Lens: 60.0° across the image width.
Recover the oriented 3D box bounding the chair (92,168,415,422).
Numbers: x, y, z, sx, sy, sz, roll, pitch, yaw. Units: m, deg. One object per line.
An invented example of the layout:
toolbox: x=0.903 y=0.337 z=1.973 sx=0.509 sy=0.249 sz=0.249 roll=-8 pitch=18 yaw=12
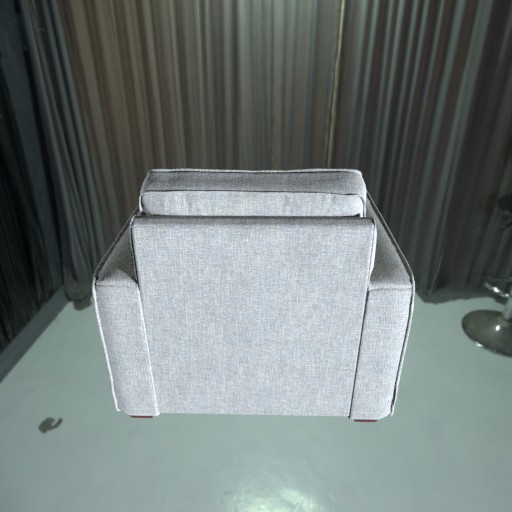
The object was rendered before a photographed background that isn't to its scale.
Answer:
chair: x=0.000 y=0.000 z=1.788 sx=1.016 sy=0.914 sz=0.940 roll=1 pitch=29 yaw=1
